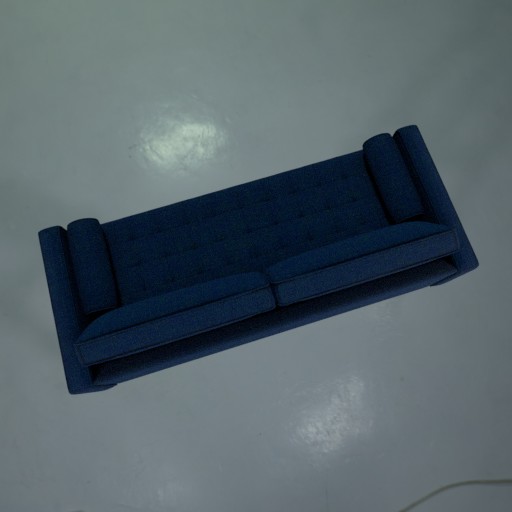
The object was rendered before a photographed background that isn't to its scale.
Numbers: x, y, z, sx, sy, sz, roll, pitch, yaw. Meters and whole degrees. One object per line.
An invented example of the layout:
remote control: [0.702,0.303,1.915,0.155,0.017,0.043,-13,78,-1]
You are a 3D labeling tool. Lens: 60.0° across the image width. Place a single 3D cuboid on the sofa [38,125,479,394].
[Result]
sofa: [0.000,0.000,2.541,2.210,0.762,0.914,-17,76,-4]
